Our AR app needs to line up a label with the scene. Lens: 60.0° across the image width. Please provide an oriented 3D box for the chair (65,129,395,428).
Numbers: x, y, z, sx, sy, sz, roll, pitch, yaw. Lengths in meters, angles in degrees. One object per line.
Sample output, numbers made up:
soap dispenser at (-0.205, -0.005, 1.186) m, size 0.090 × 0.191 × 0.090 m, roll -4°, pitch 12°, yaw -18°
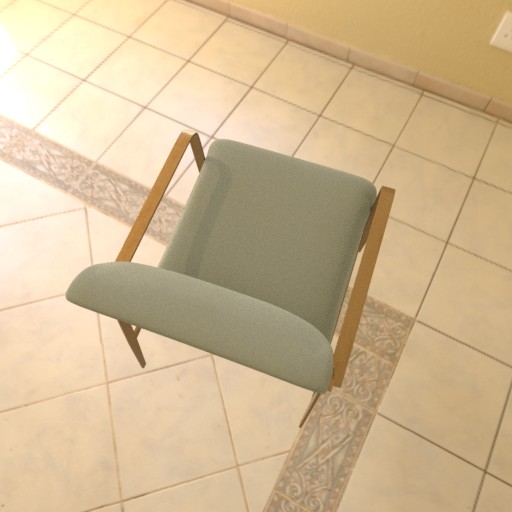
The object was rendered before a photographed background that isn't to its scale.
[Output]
chair at (0.000, 0.000, 1.433) m, size 0.701 × 0.824 × 0.842 m, roll 18°, pitch 65°, yaw 9°
